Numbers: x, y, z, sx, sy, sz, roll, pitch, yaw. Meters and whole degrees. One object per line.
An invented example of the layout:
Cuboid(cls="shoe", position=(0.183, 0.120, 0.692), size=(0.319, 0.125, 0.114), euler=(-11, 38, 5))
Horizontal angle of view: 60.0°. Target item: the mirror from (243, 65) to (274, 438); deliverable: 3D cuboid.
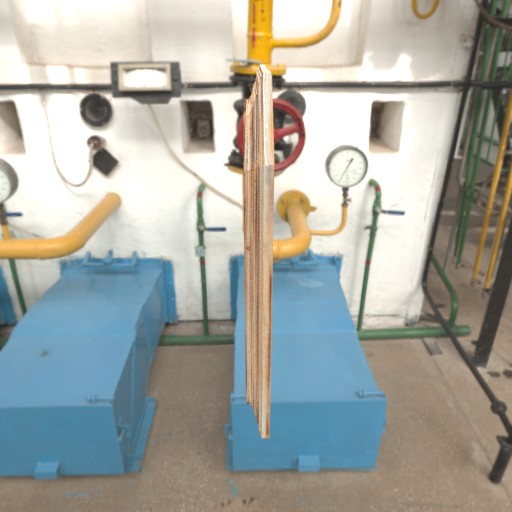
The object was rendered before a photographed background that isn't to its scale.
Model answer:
Cuboid(cls="mirror", position=(0.000, 0.000, 1.300), size=(0.061, 1.015, 0.709), euler=(0, 26, -1))
